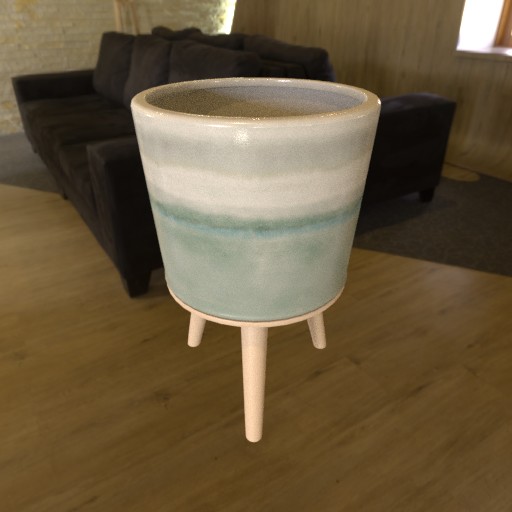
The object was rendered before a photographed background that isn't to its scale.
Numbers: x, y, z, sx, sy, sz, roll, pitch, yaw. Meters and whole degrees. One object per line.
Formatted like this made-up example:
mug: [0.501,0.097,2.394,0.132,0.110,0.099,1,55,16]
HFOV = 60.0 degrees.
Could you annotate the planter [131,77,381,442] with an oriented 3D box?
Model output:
planter: [0.000,0.000,0.579,0.265,0.404,0.265,-8,30,-14]
